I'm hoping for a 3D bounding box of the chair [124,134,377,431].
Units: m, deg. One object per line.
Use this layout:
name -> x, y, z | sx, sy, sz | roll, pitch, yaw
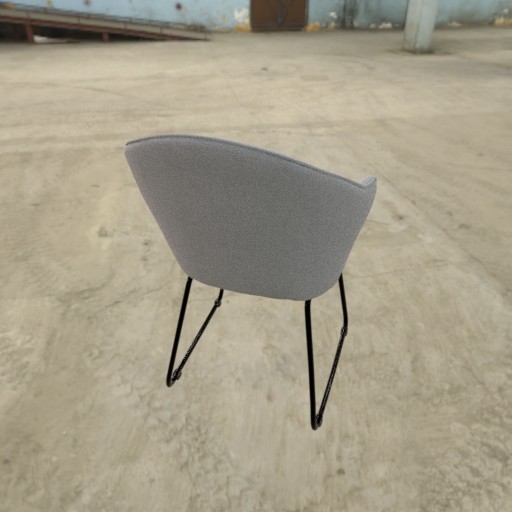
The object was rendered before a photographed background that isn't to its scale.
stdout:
chair -> 0.000, 0.000, 1.204 | 0.570, 0.817, 0.592 | 10, 33, 16
